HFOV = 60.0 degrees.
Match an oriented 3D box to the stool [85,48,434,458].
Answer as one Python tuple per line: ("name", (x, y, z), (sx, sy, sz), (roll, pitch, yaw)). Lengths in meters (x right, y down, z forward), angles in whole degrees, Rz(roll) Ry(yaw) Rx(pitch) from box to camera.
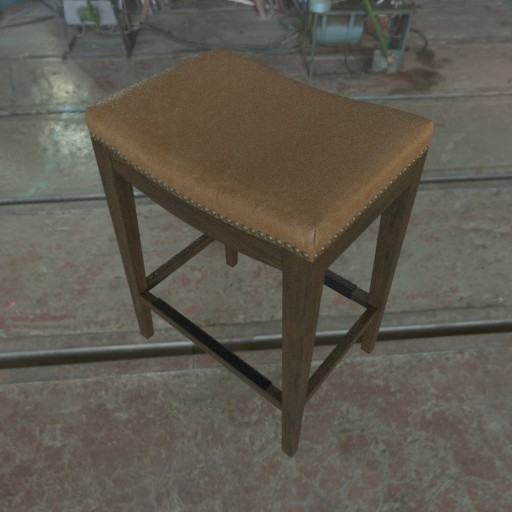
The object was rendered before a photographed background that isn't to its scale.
("stool", (0.000, 0.000, 0.936), (0.500, 0.660, 0.361), (31, 53, 26))
